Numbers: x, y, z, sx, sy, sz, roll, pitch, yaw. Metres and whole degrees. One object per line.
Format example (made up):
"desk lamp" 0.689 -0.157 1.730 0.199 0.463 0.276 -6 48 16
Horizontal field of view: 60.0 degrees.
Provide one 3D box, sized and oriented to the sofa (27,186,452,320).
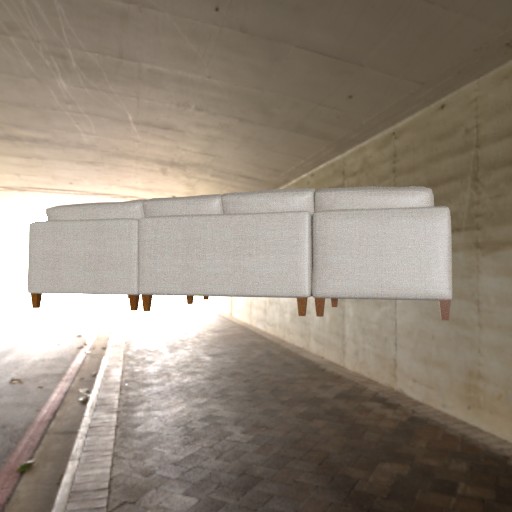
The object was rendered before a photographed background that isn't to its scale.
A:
"sofa" 0.000 0.000 4.594 3.460 0.961 2.594 -1 -2 17
